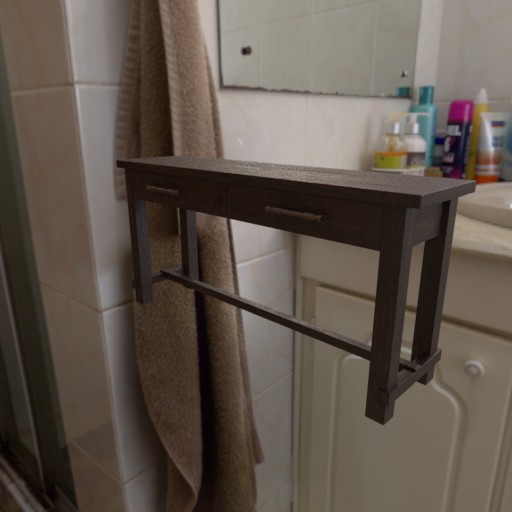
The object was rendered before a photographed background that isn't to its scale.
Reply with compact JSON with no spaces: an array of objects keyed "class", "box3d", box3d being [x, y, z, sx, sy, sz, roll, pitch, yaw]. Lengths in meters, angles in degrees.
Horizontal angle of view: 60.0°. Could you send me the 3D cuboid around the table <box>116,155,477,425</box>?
[{"class":"table","box3d":[0.000,0.000,1.949,1.599,0.762,0.442,16,23,42]}]
